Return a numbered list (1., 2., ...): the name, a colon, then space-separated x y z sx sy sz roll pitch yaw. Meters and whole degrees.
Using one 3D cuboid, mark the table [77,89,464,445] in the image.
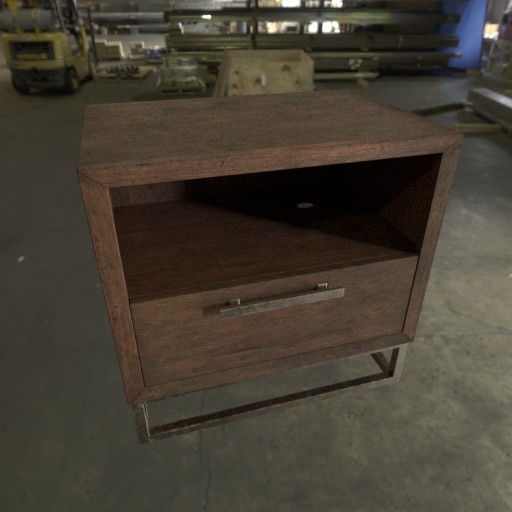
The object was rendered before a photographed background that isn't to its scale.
1. table: 0.000 0.000 1.223 0.767 0.746 0.542 -9 32 -14
